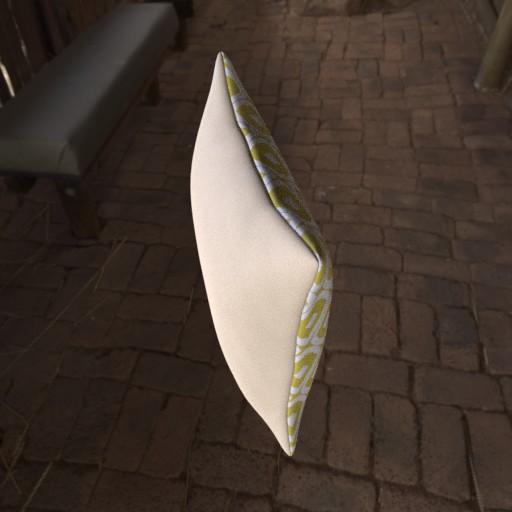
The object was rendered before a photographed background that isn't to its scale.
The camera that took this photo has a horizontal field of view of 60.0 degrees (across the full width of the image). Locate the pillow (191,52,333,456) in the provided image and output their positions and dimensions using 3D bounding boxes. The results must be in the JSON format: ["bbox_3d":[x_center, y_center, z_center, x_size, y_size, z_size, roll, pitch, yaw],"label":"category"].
[{"bbox_3d":[0.000,0.000,0.760,0.188,0.494,0.504,-10,47,-9],"label":"pillow"}]
